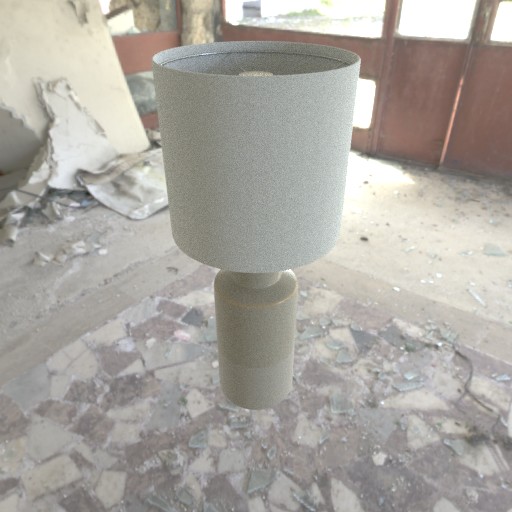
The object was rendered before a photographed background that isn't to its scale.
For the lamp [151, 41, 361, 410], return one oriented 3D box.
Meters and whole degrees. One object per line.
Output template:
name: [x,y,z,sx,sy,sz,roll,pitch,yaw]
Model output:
lamp: [0.000,0.000,0.590,0.212,0.493,0.212,-9,34,-14]
